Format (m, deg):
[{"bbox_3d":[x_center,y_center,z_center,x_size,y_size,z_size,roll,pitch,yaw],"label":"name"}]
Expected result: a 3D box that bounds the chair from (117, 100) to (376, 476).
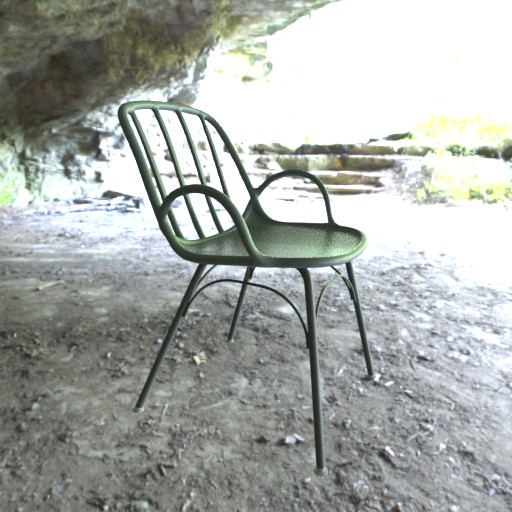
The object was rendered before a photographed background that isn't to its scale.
[{"bbox_3d":[0.000,0.000,1.206,0.597,0.816,0.549,8,17,27],"label":"chair"}]
